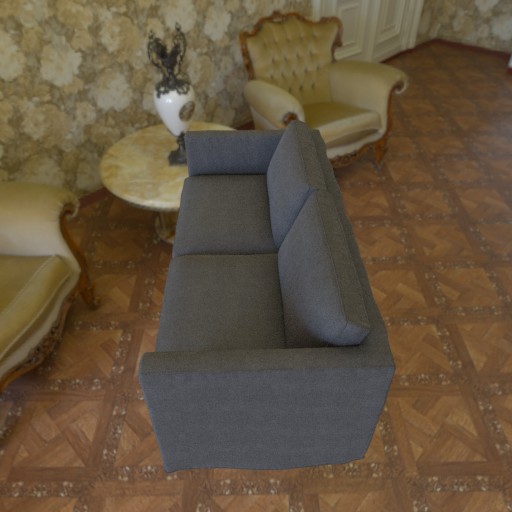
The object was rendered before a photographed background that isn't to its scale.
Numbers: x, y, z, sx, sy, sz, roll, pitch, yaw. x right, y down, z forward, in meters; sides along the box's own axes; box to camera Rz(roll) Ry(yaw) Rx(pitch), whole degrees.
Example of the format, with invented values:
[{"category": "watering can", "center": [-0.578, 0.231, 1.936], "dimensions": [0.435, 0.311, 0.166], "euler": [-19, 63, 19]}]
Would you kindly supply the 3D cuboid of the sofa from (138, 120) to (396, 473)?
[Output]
[{"category": "sofa", "center": [0.000, 0.000, 2.469], "dimensions": [0.953, 0.855, 1.982], "euler": [-1, 41, -1]}]
